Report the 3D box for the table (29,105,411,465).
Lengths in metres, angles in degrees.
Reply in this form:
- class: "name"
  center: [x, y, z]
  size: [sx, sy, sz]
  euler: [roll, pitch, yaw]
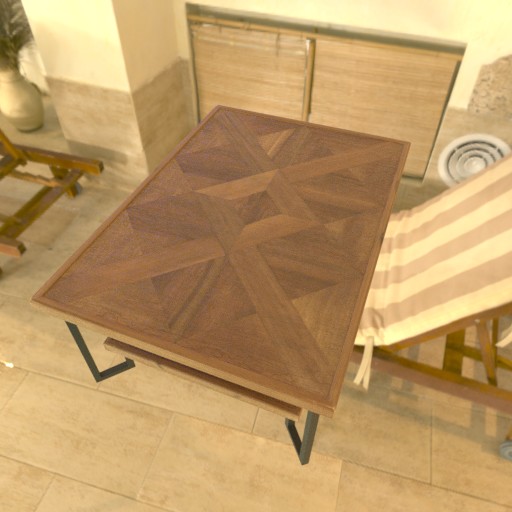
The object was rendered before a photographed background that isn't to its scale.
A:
- class: "table"
  center: [0.000, 0.000, 1.697]
  size: [0.877, 0.492, 1.238]
  euler: [16, 48, 15]
